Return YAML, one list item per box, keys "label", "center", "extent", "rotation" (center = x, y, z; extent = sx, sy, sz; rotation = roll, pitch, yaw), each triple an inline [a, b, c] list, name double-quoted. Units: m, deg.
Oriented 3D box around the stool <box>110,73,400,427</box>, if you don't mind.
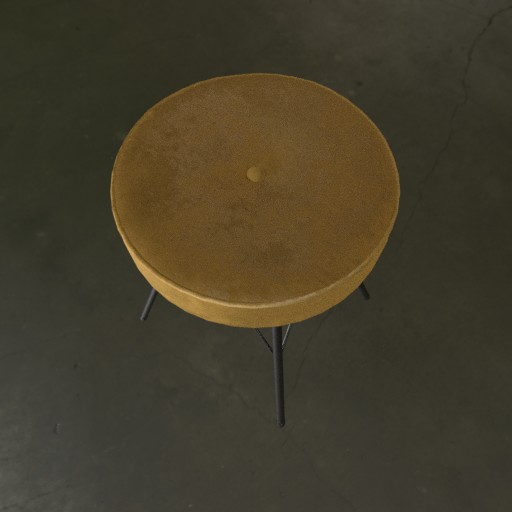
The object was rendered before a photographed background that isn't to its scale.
- label: "stool"
  center: [0.000, 0.000, 0.907]
  extent: [0.472, 0.595, 0.438]
  rotation: [36, 68, 17]
